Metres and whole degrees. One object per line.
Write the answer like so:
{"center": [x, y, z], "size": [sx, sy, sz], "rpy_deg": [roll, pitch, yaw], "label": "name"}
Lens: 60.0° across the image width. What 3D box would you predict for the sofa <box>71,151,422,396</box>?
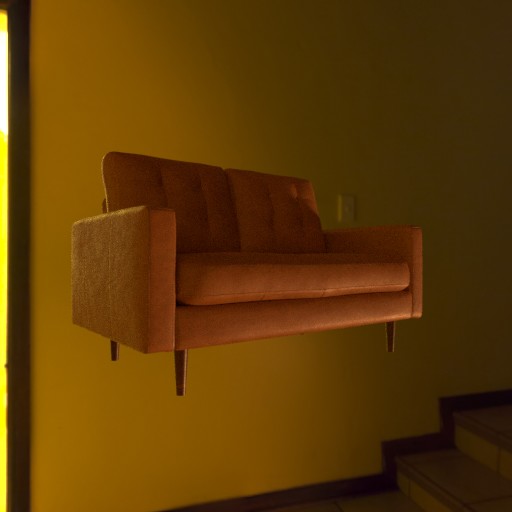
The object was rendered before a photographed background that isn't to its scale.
{"center": [0.000, 0.000, 2.017], "size": [1.430, 0.898, 0.868], "rpy_deg": [0, 0, -37], "label": "sofa"}
